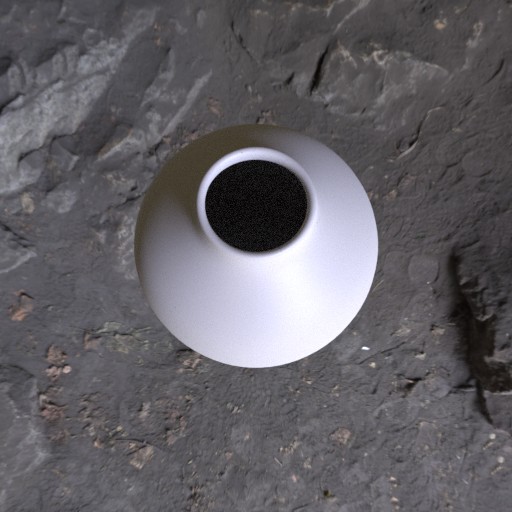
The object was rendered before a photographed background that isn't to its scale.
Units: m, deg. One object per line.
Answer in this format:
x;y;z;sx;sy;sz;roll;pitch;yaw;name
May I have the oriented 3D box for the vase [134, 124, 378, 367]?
0.000;0.000;0.346;0.169;0.237;0.169;0;76;0;vase
